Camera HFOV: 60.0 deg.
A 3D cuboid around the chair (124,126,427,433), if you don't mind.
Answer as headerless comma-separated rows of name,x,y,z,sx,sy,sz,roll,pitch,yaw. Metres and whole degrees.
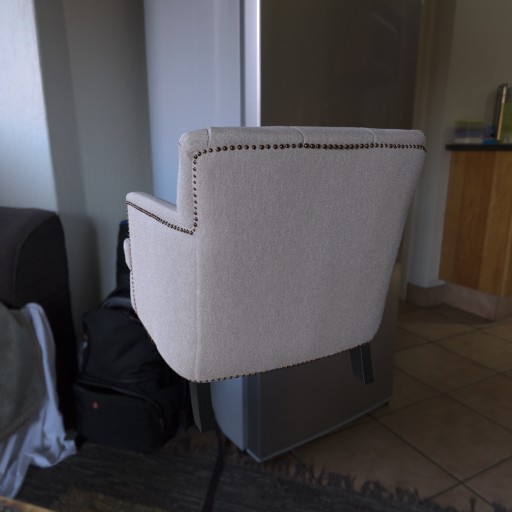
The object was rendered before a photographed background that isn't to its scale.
chair,0.000,0.000,1.511,0.737,0.823,0.902,-7,16,-25
